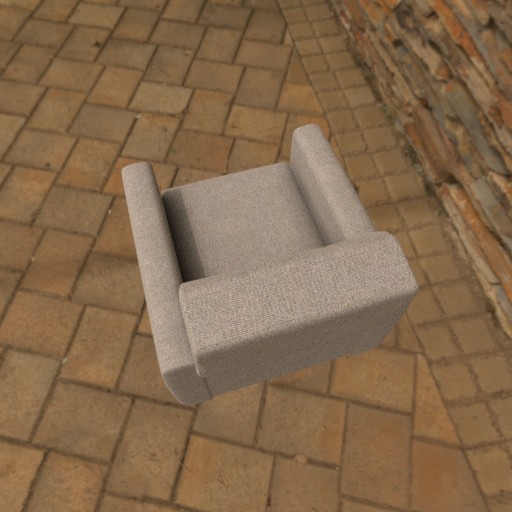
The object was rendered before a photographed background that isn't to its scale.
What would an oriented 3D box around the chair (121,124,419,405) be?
[{"bbox_3d":[0.000,0.000,1.688,0.845,0.968,0.942,-15,61,-8],"label":"chair"}]
